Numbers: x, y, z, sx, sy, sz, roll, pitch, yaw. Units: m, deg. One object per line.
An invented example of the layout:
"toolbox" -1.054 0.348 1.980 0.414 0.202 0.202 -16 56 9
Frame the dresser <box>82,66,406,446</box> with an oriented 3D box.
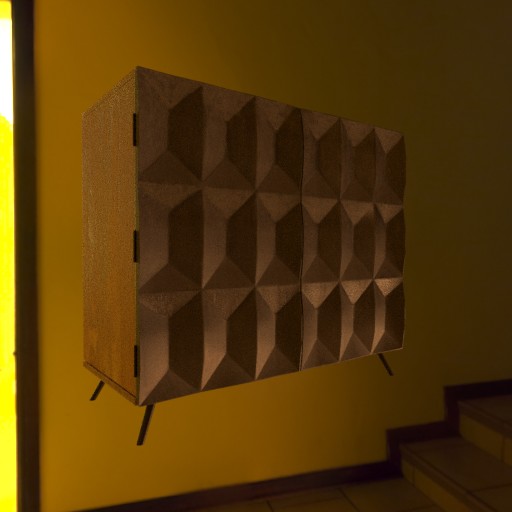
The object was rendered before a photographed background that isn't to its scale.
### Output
"dresser" 0.000 0.000 1.428 0.967 0.847 0.446 -1 1 -36
